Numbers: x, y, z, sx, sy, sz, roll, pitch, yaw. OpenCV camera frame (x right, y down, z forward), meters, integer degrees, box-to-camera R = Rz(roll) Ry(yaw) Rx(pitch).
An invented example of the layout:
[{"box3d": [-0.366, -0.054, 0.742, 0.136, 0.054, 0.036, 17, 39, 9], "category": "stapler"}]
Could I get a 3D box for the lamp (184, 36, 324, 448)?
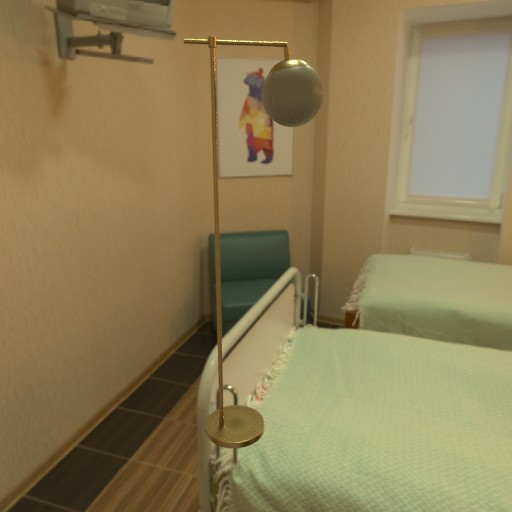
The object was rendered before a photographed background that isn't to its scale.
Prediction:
[{"box3d": [0.000, 0.000, 1.681, 0.476, 1.505, 0.249, -3, 16, -10], "category": "lamp"}]
